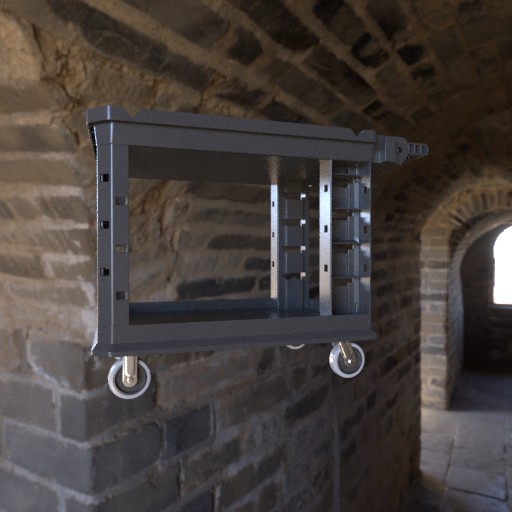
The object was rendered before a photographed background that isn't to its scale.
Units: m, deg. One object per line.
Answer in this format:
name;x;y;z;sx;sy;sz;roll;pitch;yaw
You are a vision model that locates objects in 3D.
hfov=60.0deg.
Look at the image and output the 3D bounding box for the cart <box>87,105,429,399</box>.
cart;0.000;0.000;1.780;1.239;0.884;0.674;0;1;-18
